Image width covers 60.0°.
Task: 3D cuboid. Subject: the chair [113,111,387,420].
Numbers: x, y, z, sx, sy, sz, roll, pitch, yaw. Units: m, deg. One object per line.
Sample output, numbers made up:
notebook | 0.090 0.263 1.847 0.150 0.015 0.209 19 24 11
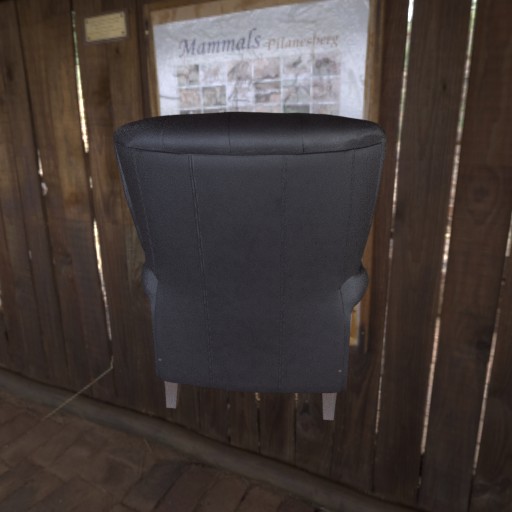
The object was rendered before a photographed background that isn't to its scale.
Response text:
chair | 0.000 0.000 1.925 0.948 1.158 1.058 2 15 7
